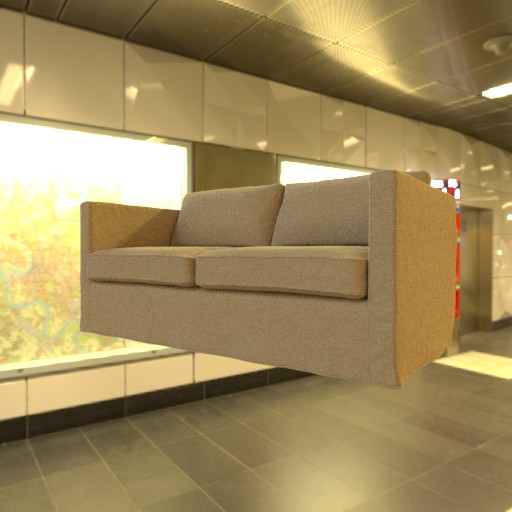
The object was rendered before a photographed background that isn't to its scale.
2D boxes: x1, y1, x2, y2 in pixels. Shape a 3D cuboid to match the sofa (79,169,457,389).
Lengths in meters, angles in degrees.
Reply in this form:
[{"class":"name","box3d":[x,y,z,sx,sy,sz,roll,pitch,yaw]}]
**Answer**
[{"class":"sofa","box3d":[0.000,0.000,2.280,1.766,0.828,0.956,1,1,35]}]
